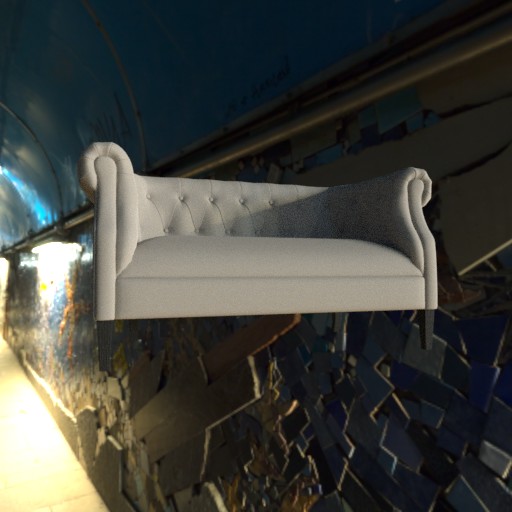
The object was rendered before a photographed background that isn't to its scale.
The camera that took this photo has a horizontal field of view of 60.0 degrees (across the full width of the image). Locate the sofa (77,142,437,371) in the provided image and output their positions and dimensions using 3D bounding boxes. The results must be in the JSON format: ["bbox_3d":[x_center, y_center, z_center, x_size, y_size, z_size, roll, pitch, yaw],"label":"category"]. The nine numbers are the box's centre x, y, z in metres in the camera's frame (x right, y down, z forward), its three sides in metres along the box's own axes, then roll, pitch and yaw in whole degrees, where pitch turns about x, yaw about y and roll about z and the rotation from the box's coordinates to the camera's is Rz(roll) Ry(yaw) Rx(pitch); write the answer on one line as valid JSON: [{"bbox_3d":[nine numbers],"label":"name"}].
[{"bbox_3d":[0.000,0.000,2.103,1.558,0.827,0.835,1,-2,-18],"label":"sofa"}]
